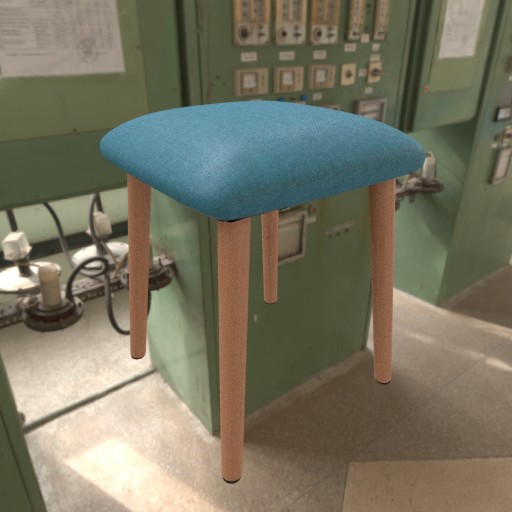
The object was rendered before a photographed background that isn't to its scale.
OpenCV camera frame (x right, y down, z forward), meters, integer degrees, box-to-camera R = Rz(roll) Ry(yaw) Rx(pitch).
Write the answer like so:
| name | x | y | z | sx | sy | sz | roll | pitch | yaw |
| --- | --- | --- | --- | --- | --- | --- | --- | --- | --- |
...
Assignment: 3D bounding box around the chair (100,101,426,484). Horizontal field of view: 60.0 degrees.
| name | x | y | z | sx | sy | sz | roll | pitch | yaw |
| --- | --- | --- | --- | --- | --- | --- | --- | --- | --- |
| chair | 0.000 | 0.000 | 0.704 | 0.360 | 0.450 | 0.360 | -18 | 32 | -32 |
